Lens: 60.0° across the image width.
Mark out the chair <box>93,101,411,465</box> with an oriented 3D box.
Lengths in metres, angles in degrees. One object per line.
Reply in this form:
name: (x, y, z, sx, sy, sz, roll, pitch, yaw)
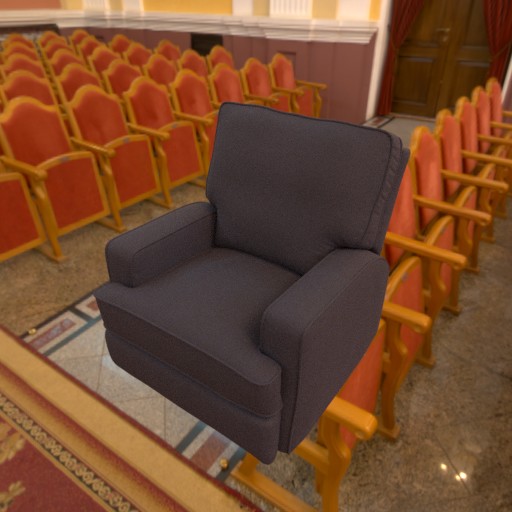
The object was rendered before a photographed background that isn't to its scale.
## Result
chair: (0.000, 0.000, 1.679, 0.861, 0.962, 0.964, 20, 37, 30)
